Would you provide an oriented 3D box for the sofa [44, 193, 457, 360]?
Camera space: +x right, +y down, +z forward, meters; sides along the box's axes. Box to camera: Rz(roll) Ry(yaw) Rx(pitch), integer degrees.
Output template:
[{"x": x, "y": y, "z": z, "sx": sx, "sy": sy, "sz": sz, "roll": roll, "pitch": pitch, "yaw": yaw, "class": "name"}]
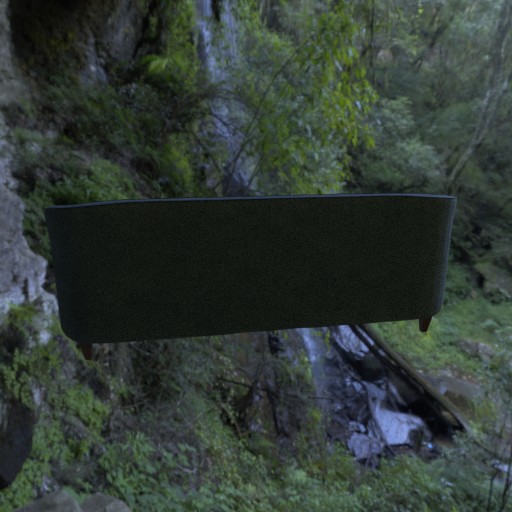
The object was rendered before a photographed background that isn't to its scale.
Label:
[{"x": 0.000, "y": 0.000, "z": 2.758, "sx": 2.278, "sy": 0.855, "sz": 0.941, "roll": -3, "pitch": 15, "yaw": -10, "class": "sofa"}]
